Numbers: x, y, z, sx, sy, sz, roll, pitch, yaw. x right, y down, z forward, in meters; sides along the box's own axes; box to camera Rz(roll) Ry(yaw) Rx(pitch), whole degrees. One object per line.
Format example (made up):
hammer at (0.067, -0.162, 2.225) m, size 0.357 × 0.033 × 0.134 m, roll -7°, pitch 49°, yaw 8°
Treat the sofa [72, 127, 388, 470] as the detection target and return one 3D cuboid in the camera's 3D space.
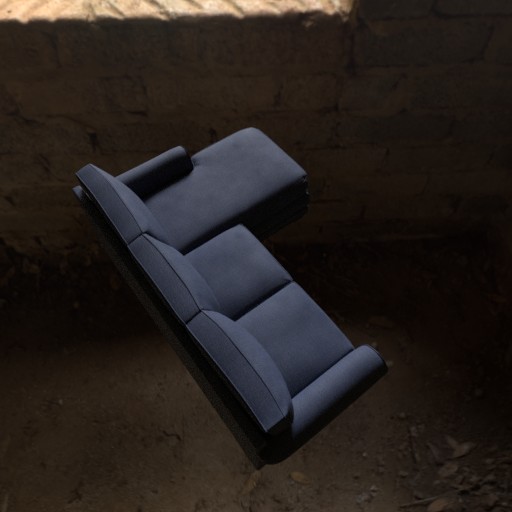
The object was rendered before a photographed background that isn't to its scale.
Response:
sofa at (0.000, 0.000, 3.479) m, size 1.780 × 1.063 × 2.567 m, roll -33°, pitch 63°, yaw -19°
